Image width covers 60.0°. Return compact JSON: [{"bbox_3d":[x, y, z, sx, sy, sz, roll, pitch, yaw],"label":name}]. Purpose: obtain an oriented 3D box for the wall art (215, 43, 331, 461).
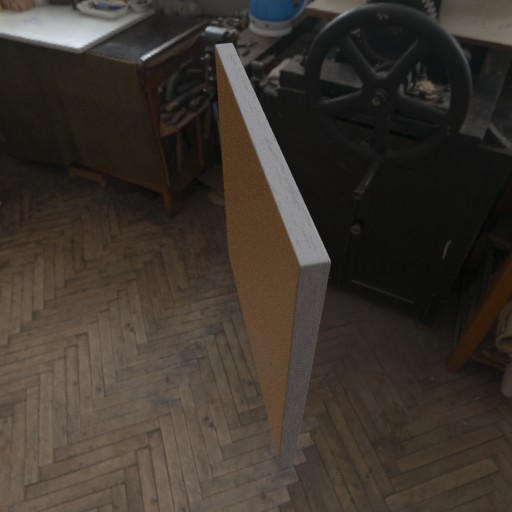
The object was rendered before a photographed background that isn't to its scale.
[{"bbox_3d":[0.000,0.000,1.916,0.078,1.288,1.287,-9,48,-8],"label":"wall art"}]
